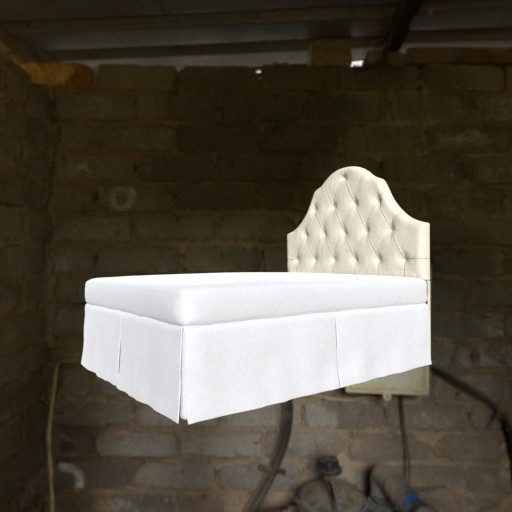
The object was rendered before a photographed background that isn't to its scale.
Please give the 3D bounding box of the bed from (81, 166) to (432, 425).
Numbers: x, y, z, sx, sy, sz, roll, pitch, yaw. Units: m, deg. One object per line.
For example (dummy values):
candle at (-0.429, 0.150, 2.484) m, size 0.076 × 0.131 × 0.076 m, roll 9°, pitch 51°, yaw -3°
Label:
bed at (0.000, 0.000, 3.261) m, size 2.092 × 1.575 × 1.627 m, roll 1°, pitch -1°, yaw -37°
